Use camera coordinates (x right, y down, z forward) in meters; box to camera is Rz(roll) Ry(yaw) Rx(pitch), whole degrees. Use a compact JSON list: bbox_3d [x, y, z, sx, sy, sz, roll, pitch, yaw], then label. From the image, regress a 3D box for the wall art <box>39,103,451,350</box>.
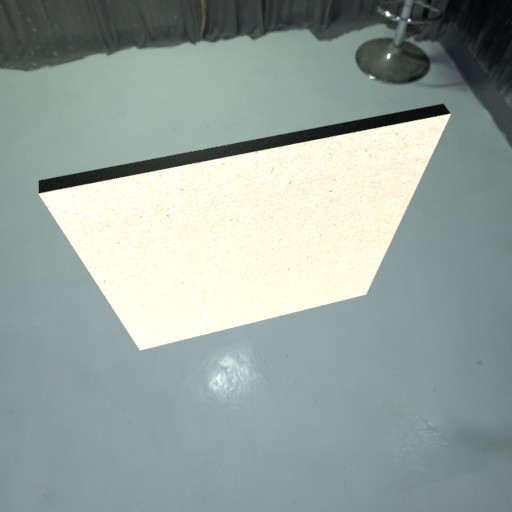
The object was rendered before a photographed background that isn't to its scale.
[{"bbox_3d":[0.000,0.000,1.143,0.773,0.775,0.031,-13,59,-8],"label":"wall art"}]
